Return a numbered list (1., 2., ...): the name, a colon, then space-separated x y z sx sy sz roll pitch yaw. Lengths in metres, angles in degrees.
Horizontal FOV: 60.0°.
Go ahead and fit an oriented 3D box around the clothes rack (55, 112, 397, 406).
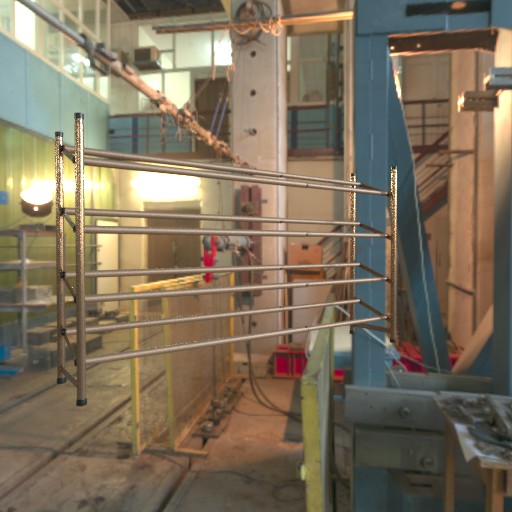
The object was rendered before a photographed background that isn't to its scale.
1. clothes rack: 0.000 0.000 1.439 1.168 0.672 0.229 -1 2 -36
